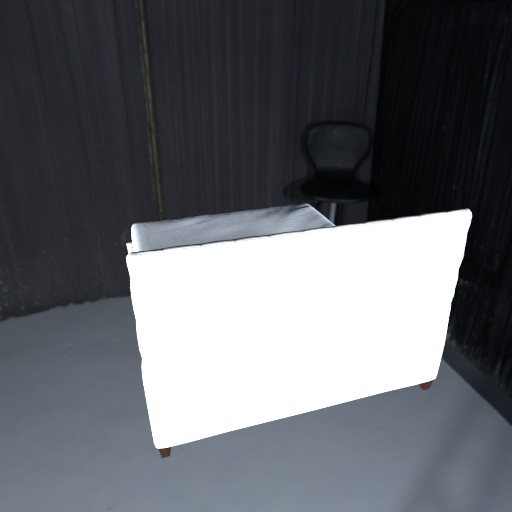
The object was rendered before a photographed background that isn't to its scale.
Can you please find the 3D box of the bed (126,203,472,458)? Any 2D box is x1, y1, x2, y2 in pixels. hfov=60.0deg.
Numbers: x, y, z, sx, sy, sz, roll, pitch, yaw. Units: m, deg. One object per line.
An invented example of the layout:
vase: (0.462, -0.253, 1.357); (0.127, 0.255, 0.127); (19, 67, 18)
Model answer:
bed: (0.000, 0.000, 3.735); (2.078, 1.427, 2.387); (-8, 28, -16)
